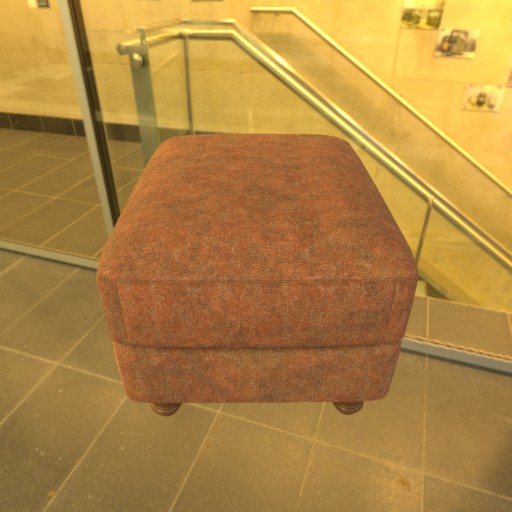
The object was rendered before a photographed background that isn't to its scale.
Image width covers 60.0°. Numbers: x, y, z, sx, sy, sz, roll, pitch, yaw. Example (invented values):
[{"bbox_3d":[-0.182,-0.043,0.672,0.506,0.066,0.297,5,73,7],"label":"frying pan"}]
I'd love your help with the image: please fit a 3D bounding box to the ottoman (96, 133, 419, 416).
[{"bbox_3d":[0.000,0.000,1.186,0.635,0.508,0.787,0,33,0],"label":"ottoman"}]
